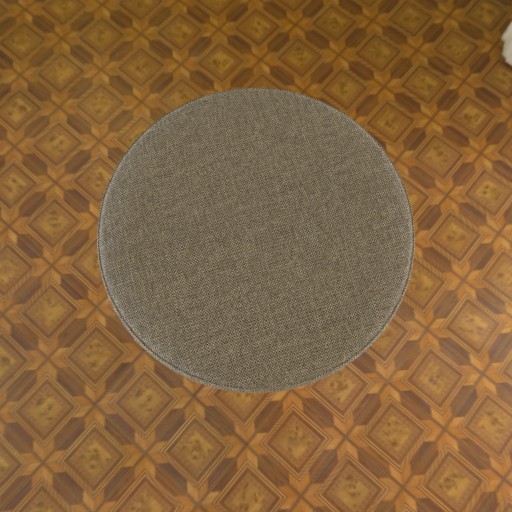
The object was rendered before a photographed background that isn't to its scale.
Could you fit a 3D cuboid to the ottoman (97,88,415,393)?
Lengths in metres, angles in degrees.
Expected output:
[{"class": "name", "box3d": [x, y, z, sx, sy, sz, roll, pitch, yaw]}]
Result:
[{"class": "ottoman", "box3d": [0.000, 0.000, 0.898, 0.520, 0.430, 0.520, 0, 75, 0]}]
